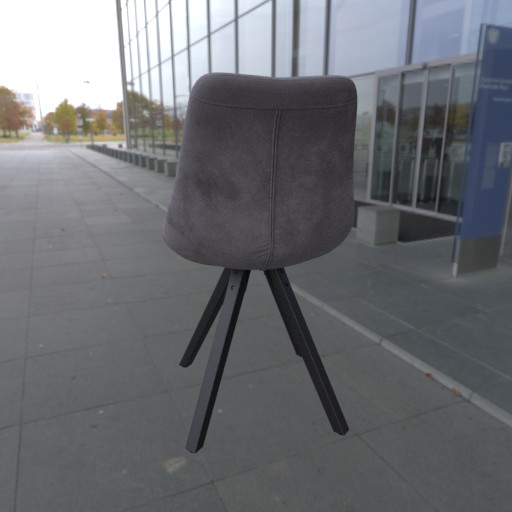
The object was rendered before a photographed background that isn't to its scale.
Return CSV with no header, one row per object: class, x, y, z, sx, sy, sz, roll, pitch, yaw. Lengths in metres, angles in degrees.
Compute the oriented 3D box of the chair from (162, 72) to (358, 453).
chair,0.000,0.000,1.188,0.485,0.850,0.550,-3,16,-10
